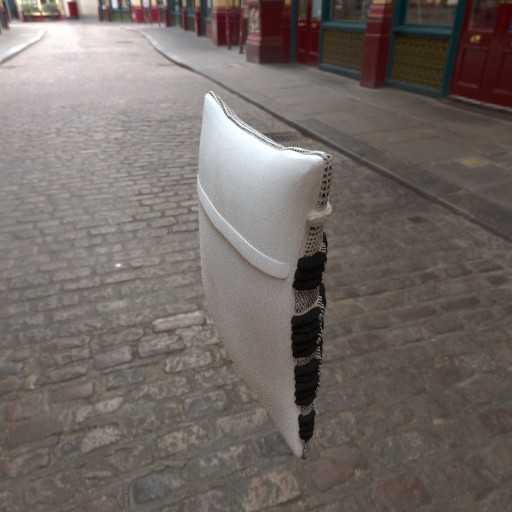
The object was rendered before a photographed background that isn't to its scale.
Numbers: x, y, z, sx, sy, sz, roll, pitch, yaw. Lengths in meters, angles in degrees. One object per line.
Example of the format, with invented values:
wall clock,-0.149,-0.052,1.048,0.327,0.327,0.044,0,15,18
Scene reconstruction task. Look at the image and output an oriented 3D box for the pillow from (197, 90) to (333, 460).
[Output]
pillow,0.000,0.000,0.699,0.156,0.438,0.436,-10,30,-18
